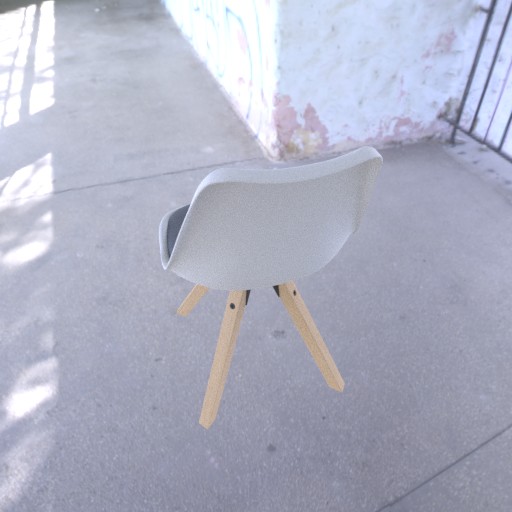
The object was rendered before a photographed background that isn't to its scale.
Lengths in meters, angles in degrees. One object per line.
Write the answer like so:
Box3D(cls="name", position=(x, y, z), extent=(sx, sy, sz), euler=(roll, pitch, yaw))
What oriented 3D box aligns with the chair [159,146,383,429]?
Box3D(cls="chair", position=(0.000, 0.000, 1.172), extent=(0.485, 0.850, 0.550), euler=(-11, 43, -12))
